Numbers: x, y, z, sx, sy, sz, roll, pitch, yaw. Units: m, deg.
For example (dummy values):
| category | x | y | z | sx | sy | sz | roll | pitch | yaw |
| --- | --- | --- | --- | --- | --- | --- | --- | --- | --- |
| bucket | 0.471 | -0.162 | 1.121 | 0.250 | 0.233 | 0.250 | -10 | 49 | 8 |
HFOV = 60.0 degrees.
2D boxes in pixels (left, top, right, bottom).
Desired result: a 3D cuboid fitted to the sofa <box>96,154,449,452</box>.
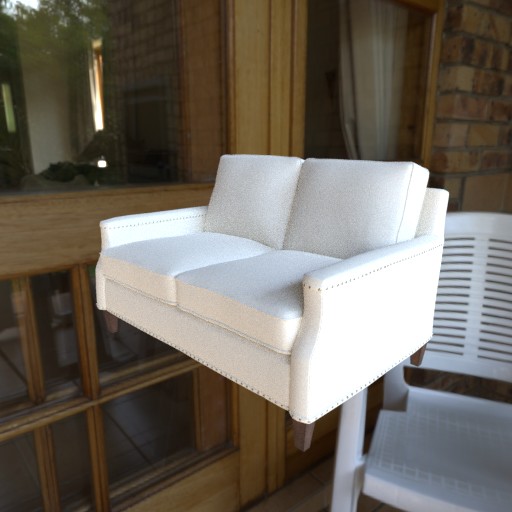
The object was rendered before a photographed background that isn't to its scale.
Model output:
| category | x | y | z | sx | sy | sz | roll | pitch | yaw |
| --- | --- | --- | --- | --- | --- | --- | --- | --- | --- |
| sofa | 0.000 | 0.000 | 2.313 | 1.084 | 1.003 | 1.597 | -14 | 20 | -43 |
